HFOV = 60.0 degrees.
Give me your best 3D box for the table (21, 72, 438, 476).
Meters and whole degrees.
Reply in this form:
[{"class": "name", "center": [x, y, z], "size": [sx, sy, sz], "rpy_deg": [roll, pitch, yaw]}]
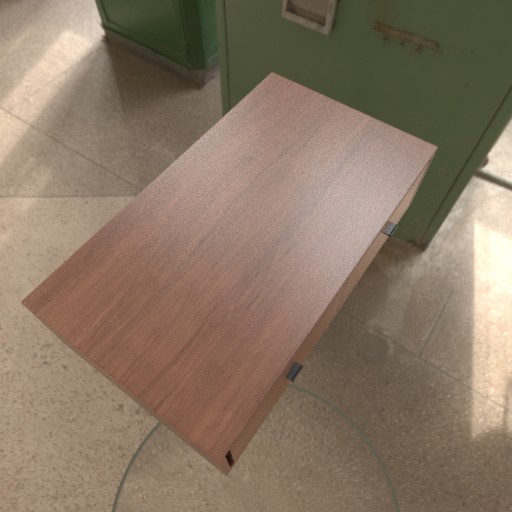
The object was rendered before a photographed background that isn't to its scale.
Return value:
[{"class": "table", "center": [0.000, 0.000, 1.305], "size": [0.600, 0.380, 1.020], "rpy_deg": [31, 64, 18]}]
